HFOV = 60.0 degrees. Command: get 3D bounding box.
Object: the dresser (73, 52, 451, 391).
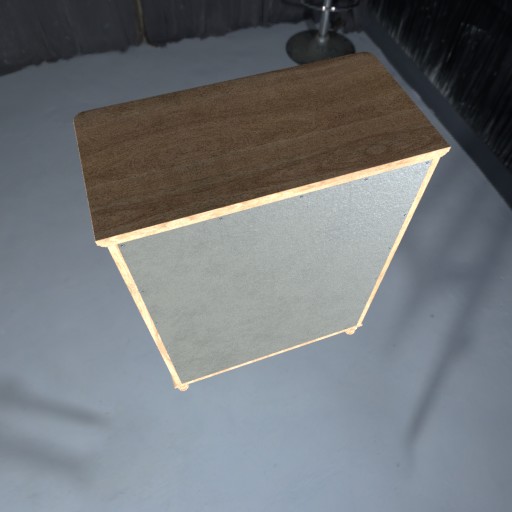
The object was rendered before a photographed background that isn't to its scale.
[{"bbox_3d":[0.000,0.000,1.813,0.973,1.318,0.484,-16,58,-10],"label":"dresser"}]
